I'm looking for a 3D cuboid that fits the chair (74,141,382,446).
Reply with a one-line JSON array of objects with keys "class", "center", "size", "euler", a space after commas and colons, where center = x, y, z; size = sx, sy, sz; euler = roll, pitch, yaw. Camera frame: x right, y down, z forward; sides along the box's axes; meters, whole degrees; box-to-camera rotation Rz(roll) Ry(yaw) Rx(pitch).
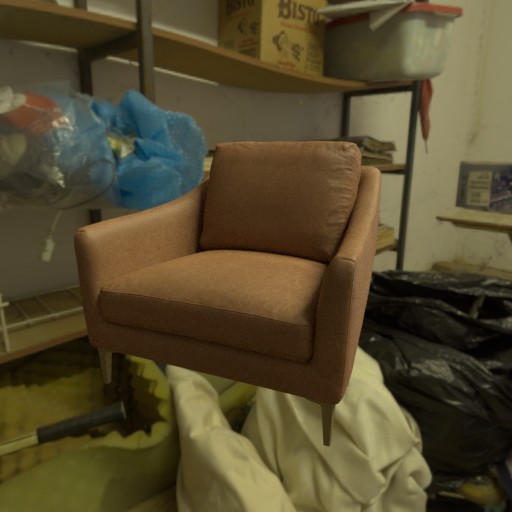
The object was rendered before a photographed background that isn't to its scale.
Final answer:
[{"class": "chair", "center": [0.000, 0.000, 1.777], "size": [0.988, 0.895, 0.963], "euler": [6, 15, 24]}]
